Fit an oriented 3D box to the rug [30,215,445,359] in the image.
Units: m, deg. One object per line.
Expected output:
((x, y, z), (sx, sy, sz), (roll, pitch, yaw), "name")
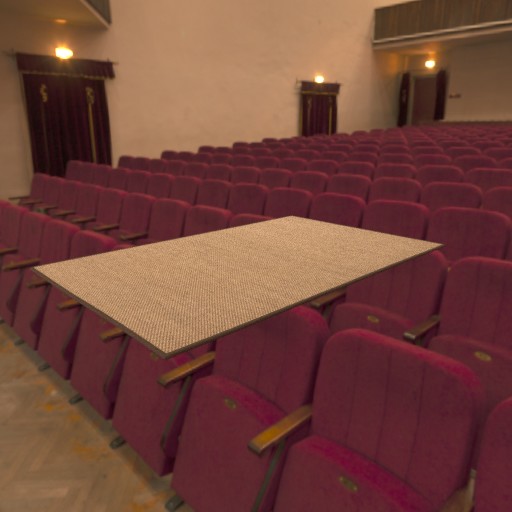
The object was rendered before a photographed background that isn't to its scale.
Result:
((0.000, 0.000, 2.083), (1.676, 0.013, 1.067), (-15, 22, -41), "rug")
